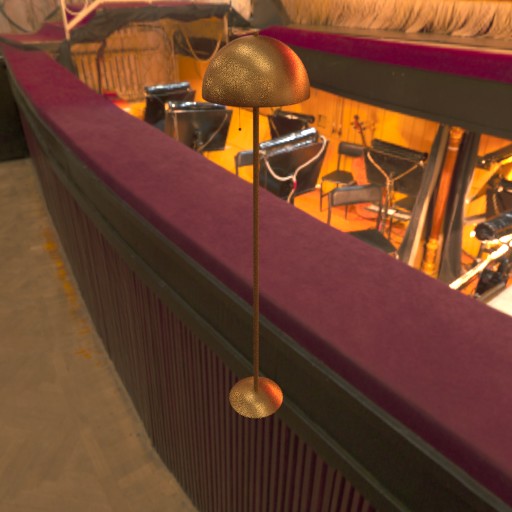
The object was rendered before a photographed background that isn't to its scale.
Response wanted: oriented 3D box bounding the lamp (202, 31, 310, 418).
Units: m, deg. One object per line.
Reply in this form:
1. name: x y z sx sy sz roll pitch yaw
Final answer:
1. lamp: 0.000 0.000 1.635 0.328 1.480 0.328 -22 37 -32
